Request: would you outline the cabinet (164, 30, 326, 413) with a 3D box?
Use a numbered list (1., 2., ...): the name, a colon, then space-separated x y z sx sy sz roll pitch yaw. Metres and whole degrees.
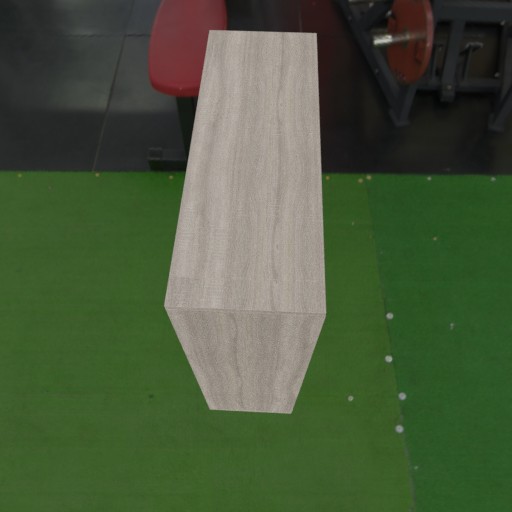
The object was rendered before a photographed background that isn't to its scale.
1. cabinet: 0.000 0.000 1.957 0.398 1.388 1.111 2 60 1
